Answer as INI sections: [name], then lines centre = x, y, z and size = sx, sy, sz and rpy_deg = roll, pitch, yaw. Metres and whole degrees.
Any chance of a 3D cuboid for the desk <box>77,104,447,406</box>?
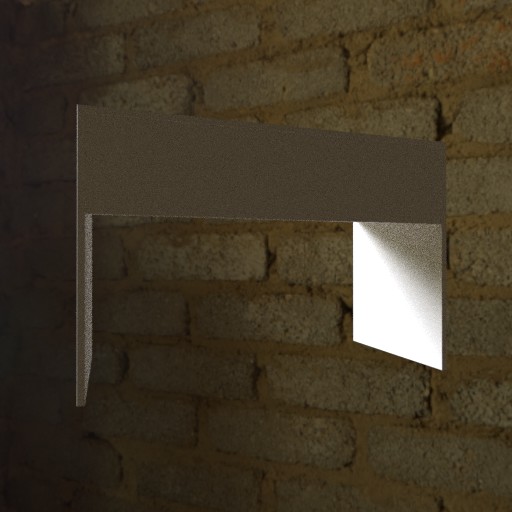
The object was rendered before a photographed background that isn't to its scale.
[desk]
centre = 0.000, 0.000, 1.510
size = 1.100, 0.730, 0.560
rpy_deg = 0, 0, -19
